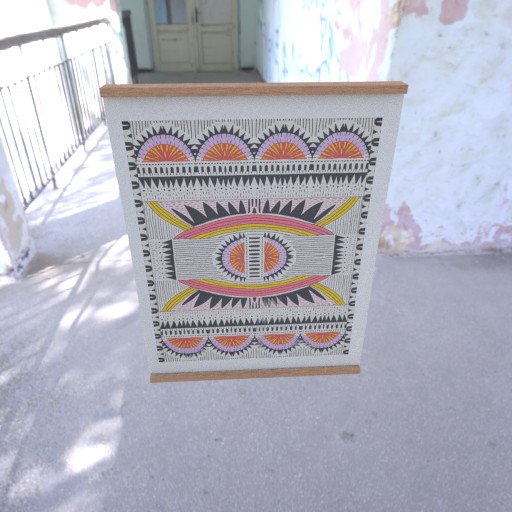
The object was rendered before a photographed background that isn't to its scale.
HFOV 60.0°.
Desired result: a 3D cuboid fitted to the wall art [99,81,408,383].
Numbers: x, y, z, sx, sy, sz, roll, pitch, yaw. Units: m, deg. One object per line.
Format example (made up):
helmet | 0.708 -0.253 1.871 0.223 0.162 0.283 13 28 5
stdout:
wall art | 0.000 0.000 0.720 0.403 0.527 0.028 -2 31 -3
